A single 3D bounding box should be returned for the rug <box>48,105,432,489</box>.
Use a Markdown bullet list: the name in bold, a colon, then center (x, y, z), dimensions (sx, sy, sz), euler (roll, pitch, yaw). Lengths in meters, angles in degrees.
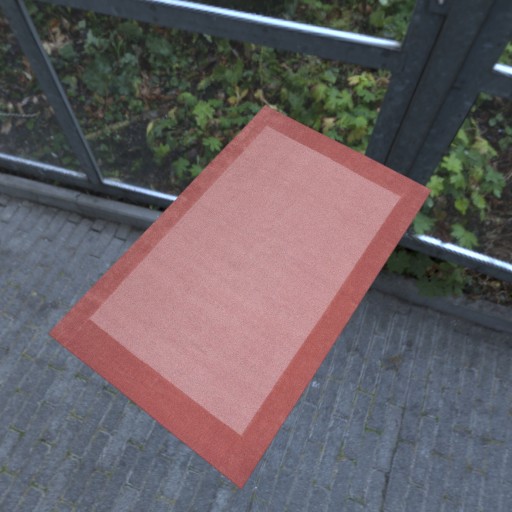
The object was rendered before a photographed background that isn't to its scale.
- **rug**: center (0.000, 0.000, 3.076), dimensions (1.524, 0.014, 2.438), euler (32, 67, 15)
